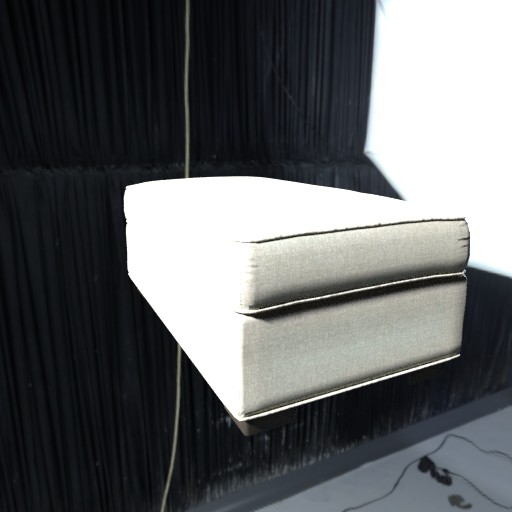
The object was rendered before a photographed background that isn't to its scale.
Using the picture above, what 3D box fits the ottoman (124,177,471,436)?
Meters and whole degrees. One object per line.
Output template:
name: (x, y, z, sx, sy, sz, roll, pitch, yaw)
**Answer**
ottoman: (0.000, 0.000, 1.405, 0.617, 0.448, 1.097, -7, 16, -25)
